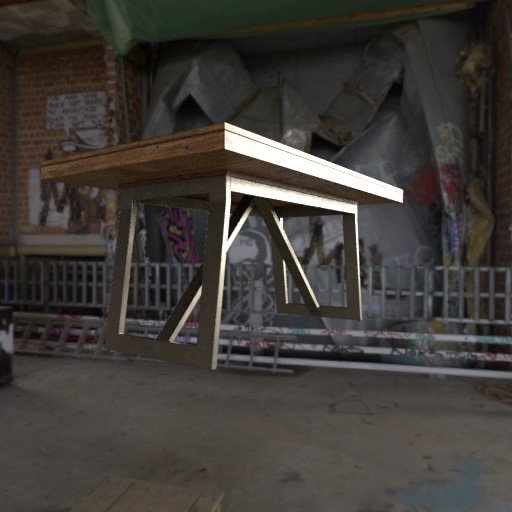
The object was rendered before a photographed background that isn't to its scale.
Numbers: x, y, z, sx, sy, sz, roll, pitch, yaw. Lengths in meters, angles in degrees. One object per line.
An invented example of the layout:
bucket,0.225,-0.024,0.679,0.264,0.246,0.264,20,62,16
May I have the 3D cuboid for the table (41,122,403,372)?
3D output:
table,0.000,0.000,2.166,0.931,0.757,1.641,0,1,35
